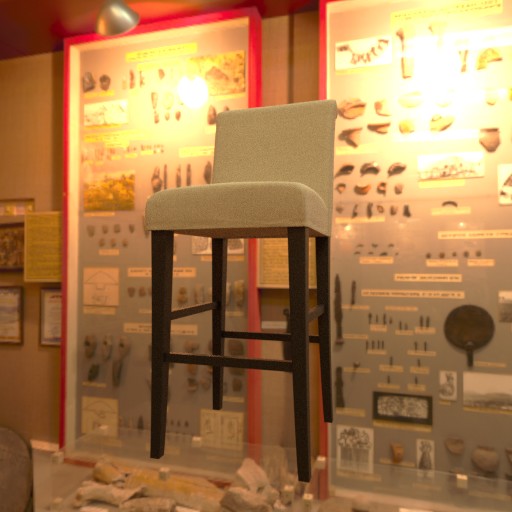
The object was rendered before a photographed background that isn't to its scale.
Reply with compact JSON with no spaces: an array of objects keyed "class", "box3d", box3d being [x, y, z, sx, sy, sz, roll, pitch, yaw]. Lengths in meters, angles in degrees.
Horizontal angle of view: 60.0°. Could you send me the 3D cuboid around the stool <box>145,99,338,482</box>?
[{"class":"stool","box3d":[0.000,0.000,1.420,0.452,1.124,0.597,0,-1,18]}]
